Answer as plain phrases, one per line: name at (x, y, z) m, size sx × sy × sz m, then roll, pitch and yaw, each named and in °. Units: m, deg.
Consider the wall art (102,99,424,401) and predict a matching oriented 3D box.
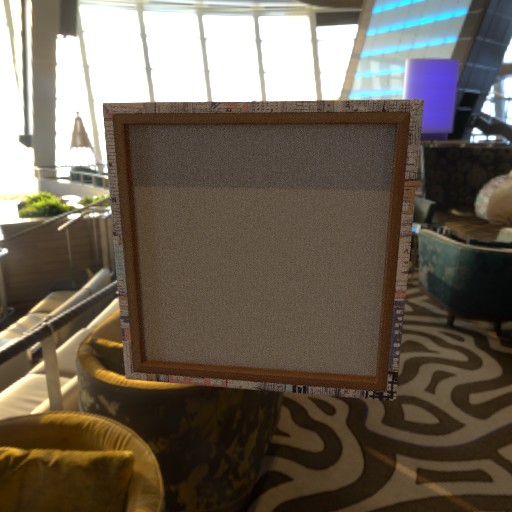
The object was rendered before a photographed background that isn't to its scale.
wall art at (0.000, 0.000, 0.922) m, size 0.607 × 0.608 × 0.038 m, roll 2°, pitch 15°, yaw 8°
